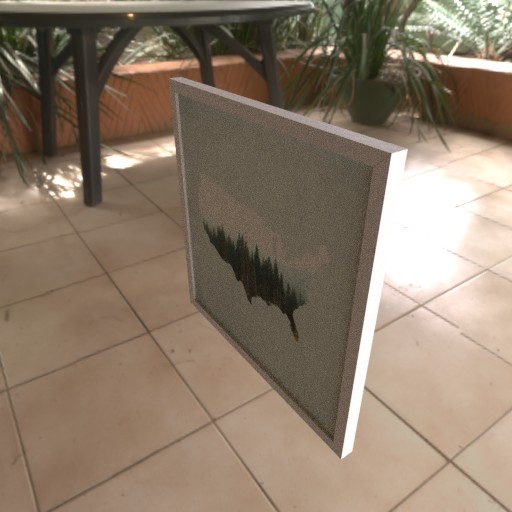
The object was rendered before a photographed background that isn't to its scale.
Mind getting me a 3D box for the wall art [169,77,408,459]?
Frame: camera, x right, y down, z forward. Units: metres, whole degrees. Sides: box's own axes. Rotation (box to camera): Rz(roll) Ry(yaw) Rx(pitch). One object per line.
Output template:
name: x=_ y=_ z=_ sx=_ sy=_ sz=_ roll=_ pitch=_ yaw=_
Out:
wall art: x=0.000 y=0.000 z=1.146 sx=0.038 sy=0.762 sz=0.762 roll=-21 pitch=37 yaw=-30
